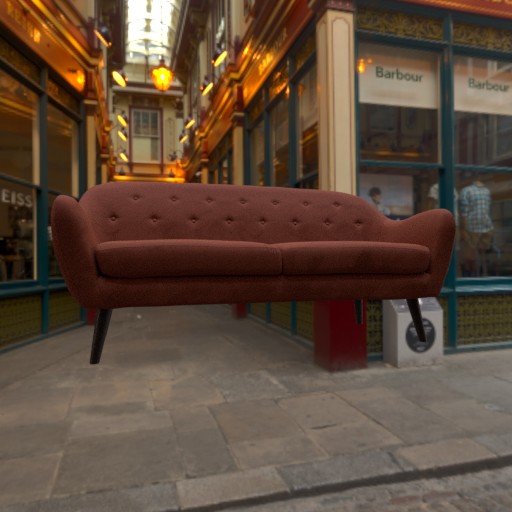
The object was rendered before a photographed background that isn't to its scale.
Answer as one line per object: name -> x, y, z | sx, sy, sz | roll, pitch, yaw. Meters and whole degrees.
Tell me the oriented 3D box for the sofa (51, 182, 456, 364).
sofa -> 0.000, 0.000, 2.264 | 1.840, 0.836, 0.820 | 0, 0, -17
